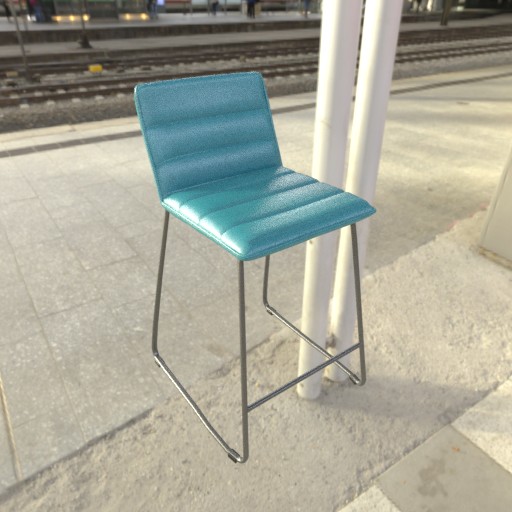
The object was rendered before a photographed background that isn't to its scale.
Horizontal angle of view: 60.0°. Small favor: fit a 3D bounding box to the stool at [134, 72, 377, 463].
[{"bbox_3d":[0.000,0.000,1.212,0.489,0.866,0.524,-20,36,-31],"label":"stool"}]
